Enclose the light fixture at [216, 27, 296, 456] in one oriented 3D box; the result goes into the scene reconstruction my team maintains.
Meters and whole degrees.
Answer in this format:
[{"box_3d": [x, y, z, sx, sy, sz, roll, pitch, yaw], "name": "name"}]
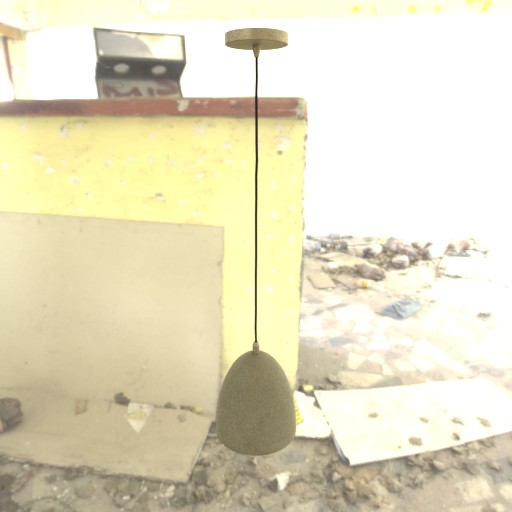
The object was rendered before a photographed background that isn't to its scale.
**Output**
[{"box_3d": [0.000, 0.000, 0.835, 0.170, 0.759, 0.170, 8, 18, 26], "name": "light fixture"}]
